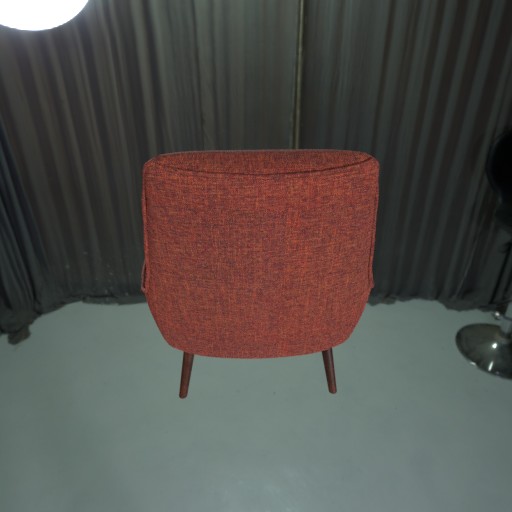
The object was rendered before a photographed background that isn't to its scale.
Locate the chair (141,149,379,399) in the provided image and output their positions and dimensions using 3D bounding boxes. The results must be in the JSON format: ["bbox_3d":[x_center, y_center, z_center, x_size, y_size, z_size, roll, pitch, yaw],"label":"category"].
[{"bbox_3d":[0.000,0.000,1.499,0.803,0.911,0.784,-1,30,-2],"label":"chair"}]
